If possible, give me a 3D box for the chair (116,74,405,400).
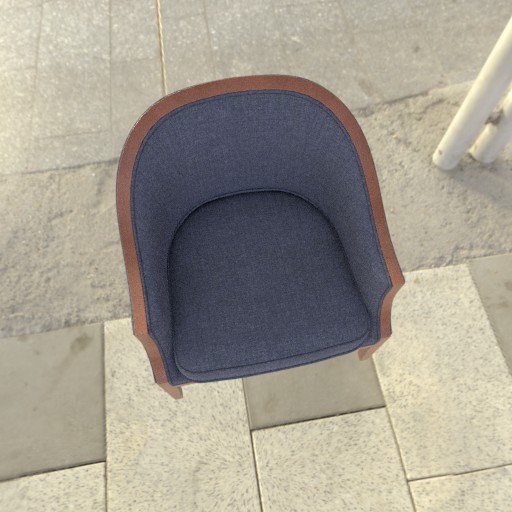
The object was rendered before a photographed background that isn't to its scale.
[{"bbox_3d":[0.000,0.000,1.490,0.803,0.876,0.735,-10,65,-5],"label":"chair"}]
